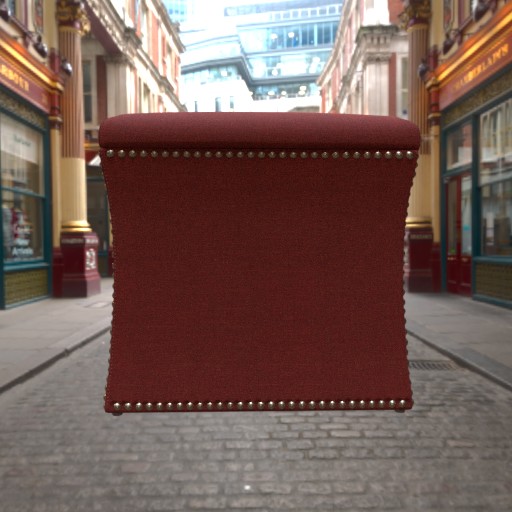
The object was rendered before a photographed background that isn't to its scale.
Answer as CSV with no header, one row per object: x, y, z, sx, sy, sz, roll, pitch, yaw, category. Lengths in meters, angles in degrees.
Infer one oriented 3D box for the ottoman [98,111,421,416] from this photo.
0.000,0.000,0.894,0.497,0.475,0.507,0,1,-2,ottoman
